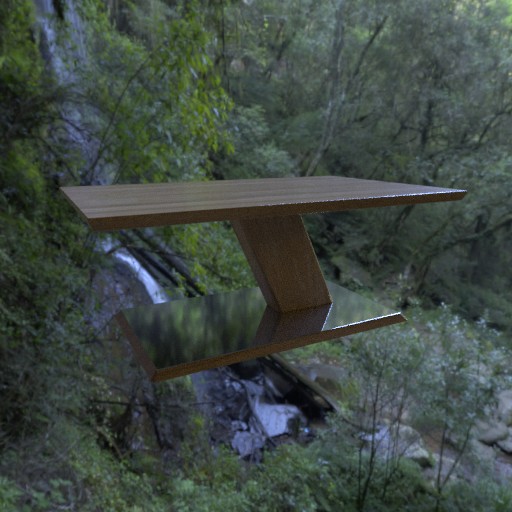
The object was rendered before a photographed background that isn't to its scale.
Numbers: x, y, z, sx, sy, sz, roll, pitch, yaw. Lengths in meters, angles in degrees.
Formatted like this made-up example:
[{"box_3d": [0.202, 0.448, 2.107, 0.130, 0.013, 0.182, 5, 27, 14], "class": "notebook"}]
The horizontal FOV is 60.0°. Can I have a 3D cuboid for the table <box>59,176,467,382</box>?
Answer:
[{"box_3d": [0.000, 0.000, 1.461, 1.100, 0.441, 0.692, -7, 16, -27], "class": "table"}]
